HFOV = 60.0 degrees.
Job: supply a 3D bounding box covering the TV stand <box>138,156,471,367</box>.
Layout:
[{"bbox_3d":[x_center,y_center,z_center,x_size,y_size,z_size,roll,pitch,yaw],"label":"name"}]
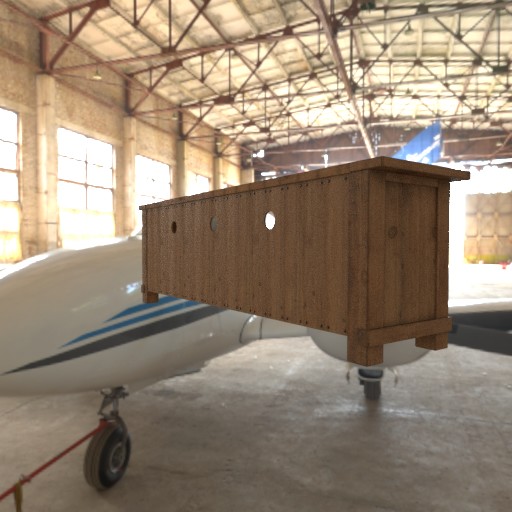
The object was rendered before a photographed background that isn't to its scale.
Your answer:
[{"bbox_3d":[0.000,0.000,2.040,0.453,0.573,1.804,-1,2,-35],"label":"TV stand"}]
